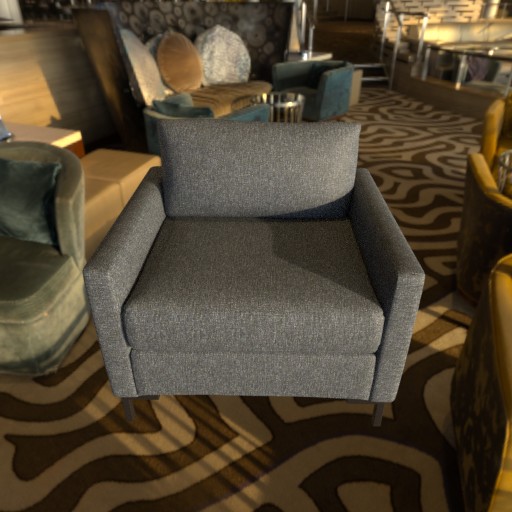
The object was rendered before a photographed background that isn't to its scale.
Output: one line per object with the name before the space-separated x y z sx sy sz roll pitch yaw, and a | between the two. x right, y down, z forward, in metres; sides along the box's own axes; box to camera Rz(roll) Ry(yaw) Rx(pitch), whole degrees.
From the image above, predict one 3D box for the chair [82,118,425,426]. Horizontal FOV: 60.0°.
chair | 0.000 0.000 1.640 0.963 0.861 0.866 1 31 1
